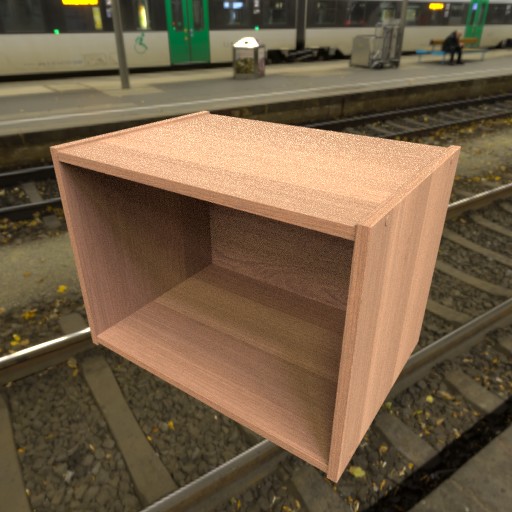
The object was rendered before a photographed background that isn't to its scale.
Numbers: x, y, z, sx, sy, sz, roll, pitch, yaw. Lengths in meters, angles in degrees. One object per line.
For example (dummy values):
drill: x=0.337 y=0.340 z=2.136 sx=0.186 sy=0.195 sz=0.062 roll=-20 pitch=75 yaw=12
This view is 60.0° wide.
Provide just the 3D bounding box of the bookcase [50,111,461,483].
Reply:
bookcase: x=0.000 y=0.000 z=0.617 sx=0.415 sy=0.305 sz=0.290 roll=18 pitch=33 yaw=30
